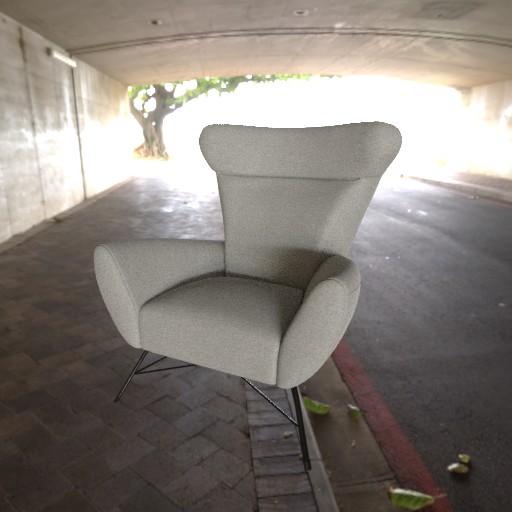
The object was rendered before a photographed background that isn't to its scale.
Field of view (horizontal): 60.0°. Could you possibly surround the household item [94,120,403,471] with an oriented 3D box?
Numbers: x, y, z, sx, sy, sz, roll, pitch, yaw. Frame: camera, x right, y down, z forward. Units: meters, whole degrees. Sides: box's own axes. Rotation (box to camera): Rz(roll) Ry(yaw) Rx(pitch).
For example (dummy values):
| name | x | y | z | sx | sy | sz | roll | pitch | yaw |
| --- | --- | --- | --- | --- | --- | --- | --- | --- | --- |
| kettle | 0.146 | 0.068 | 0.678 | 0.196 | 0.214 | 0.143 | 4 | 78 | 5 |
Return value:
| name | x | y | z | sx | sy | sz | roll | pitch | yaw |
| --- | --- | --- | --- | --- | --- | --- | --- | --- | --- |
| household item | 0.000 | 0.000 | 1.789 | 0.980 | 1.050 | 0.900 | 8 | 17 | 26 |
